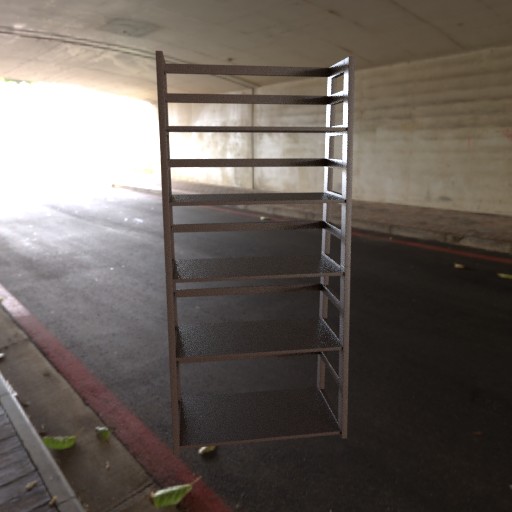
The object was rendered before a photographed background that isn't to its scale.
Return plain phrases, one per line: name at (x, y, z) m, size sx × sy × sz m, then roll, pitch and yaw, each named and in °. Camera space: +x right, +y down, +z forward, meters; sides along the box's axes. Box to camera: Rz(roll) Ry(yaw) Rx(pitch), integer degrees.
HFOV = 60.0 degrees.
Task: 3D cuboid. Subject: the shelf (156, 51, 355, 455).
shelf at (0.000, 0.000, 1.922) m, size 0.763 × 1.600 × 0.403 m, roll -2°, pitch 14°, yaw -8°
